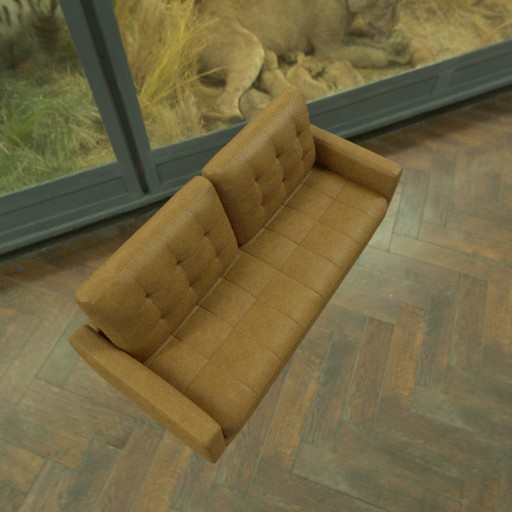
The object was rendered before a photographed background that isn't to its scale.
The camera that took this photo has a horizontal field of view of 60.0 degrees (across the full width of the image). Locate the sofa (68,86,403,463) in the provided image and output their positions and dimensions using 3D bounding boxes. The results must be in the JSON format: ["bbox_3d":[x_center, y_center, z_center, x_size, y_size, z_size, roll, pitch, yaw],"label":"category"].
[{"bbox_3d":[0.000,0.000,2.311,0.850,0.898,1.821,30,62,18],"label":"sofa"}]
